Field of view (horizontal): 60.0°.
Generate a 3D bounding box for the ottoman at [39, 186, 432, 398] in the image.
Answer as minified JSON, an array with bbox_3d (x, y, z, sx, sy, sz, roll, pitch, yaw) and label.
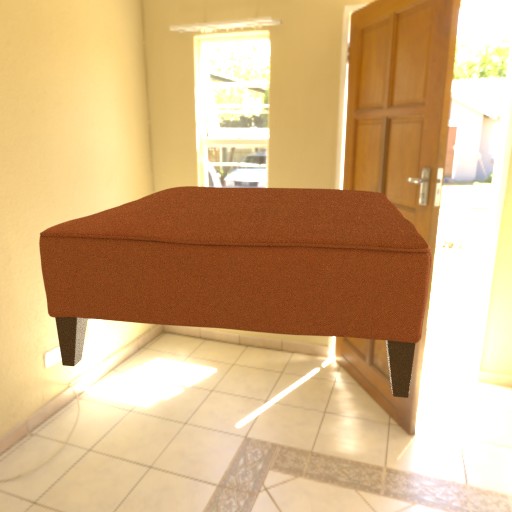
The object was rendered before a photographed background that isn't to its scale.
[{"bbox_3d":[0.000,0.000,1.575,0.999,0.438,0.997,3,15,10],"label":"ottoman"}]
